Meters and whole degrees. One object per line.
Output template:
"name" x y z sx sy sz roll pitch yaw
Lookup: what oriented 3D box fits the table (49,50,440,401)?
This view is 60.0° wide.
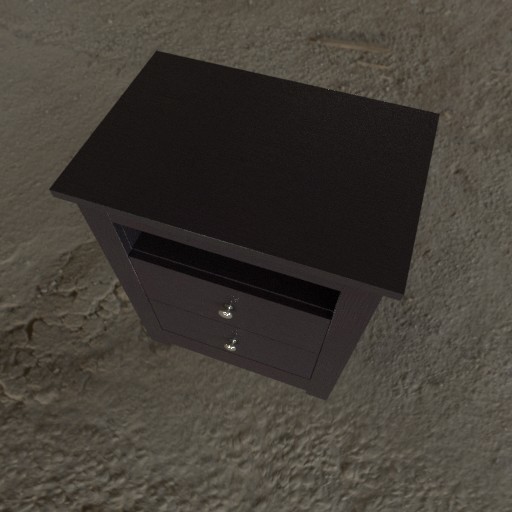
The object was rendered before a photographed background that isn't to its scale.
"table" 0.000 0.000 1.085 0.589 0.711 0.408 17 60 10
